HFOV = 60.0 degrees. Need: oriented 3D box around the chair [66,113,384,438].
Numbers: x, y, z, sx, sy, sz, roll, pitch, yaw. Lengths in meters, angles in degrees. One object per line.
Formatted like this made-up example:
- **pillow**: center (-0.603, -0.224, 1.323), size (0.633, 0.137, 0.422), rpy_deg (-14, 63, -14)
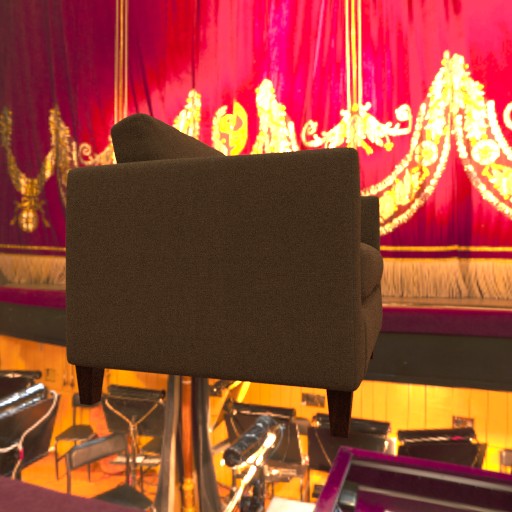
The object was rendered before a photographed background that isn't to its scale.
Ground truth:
- **chair**: center (0.000, 0.000, 1.771), size (0.959, 0.963, 1.107), rpy_deg (0, 0, 19)
